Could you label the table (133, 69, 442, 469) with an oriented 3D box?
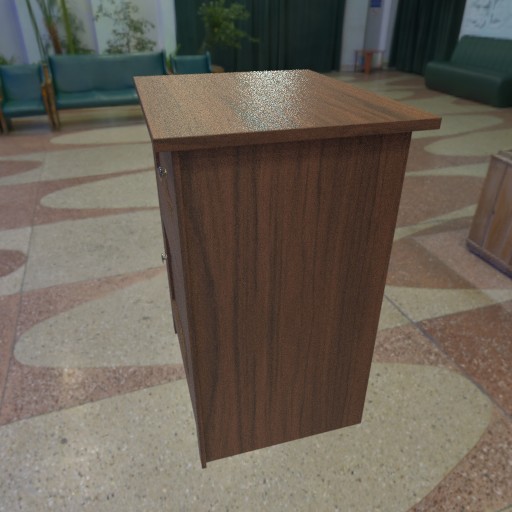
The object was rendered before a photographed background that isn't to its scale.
[{"bbox_3d":[0.000,0.000,0.906,0.381,0.636,0.480,-8,31,-14],"label":"table"}]
